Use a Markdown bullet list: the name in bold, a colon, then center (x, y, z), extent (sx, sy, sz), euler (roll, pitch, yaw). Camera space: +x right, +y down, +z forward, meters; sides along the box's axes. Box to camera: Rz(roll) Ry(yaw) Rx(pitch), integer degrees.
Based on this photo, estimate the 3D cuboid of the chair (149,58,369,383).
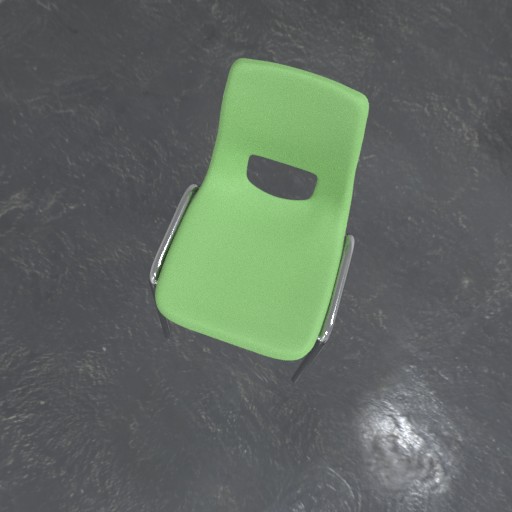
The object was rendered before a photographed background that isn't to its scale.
- **chair**: center (0.000, 0.000, 0.917), extent (0.381, 0.653, 0.436), euler (18, 77, 4)
